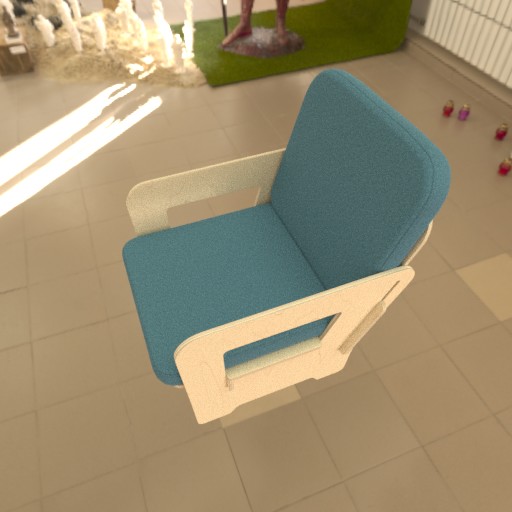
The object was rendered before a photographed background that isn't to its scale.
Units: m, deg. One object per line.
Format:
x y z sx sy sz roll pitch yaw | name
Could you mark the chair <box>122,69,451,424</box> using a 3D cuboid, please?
0.000 0.000 1.164 0.657 0.747 0.547 -17 50 -15 | chair
